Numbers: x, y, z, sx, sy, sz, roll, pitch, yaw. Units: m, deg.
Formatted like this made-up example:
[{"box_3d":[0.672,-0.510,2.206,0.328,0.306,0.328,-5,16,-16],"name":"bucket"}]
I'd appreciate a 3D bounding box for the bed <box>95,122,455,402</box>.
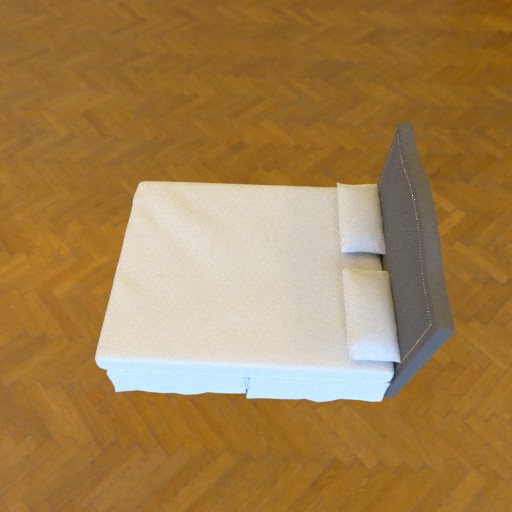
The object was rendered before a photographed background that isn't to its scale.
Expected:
[{"box_3d":[0.000,0.000,3.450,2.282,1.436,1.821,2,57,1],"name":"bed"}]
